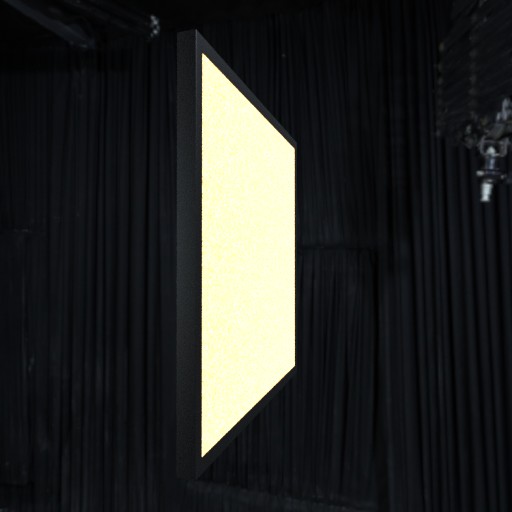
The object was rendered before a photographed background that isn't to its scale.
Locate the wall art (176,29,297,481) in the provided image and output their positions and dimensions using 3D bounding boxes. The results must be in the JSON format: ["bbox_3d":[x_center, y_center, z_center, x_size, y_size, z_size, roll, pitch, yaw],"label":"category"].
[{"bbox_3d":[0.000,0.000,1.106,0.036,0.755,0.756,0,-1,18],"label":"wall art"}]
